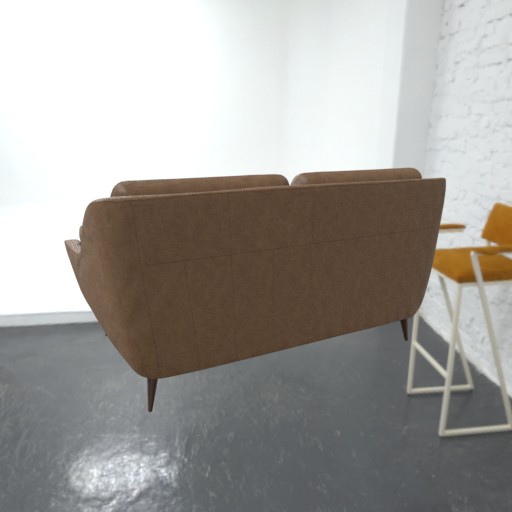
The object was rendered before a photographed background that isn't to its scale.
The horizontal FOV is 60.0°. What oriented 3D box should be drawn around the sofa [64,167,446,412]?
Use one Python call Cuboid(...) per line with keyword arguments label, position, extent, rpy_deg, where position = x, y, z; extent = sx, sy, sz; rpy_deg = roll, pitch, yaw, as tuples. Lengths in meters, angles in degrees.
Cuboid(label="sofa", position=(0.000, 0.000, 2.267), extent=(1.731, 0.886, 0.981), rpy_deg=(-8, 17, -26))
